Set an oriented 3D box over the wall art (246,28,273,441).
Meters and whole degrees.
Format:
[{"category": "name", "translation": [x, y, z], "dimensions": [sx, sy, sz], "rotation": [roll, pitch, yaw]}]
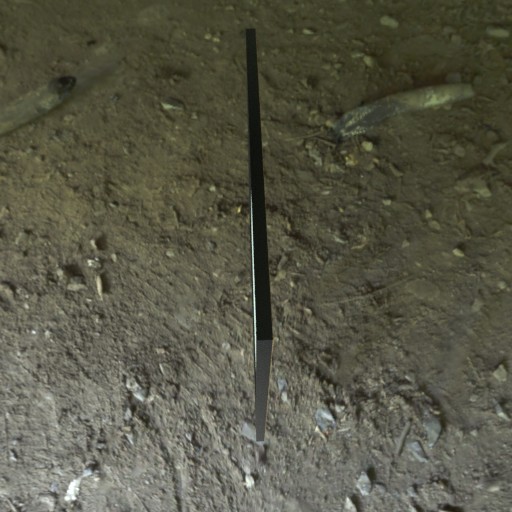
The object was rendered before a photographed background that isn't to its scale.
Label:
[{"category": "wall art", "translation": [0.000, 0.000, 0.666], "dimensions": [0.014, 0.445, 0.446], "rotation": [-2, 57, -1]}]
